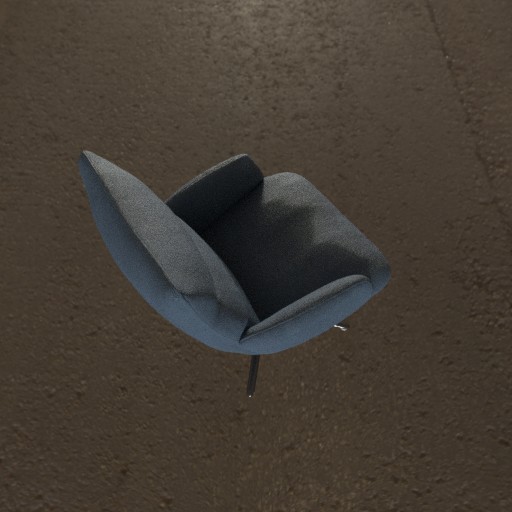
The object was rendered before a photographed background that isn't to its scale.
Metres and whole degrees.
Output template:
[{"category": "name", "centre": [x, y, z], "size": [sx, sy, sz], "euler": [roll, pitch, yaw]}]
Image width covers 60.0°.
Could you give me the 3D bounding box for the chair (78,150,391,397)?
[{"category": "chair", "centre": [0.000, 0.000, 1.584], "size": [0.889, 1.016, 0.711], "euler": [-30, 62, -18]}]
